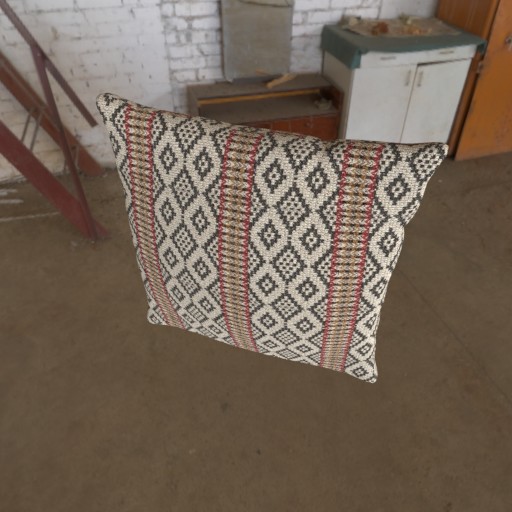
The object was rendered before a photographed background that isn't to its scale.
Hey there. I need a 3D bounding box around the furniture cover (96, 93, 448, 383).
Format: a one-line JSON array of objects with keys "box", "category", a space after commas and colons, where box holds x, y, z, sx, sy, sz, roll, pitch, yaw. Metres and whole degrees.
[{"box": [0.000, 0.000, 0.770, 0.503, 0.506, 0.182, 12, 42, 14], "category": "furniture cover"}]
